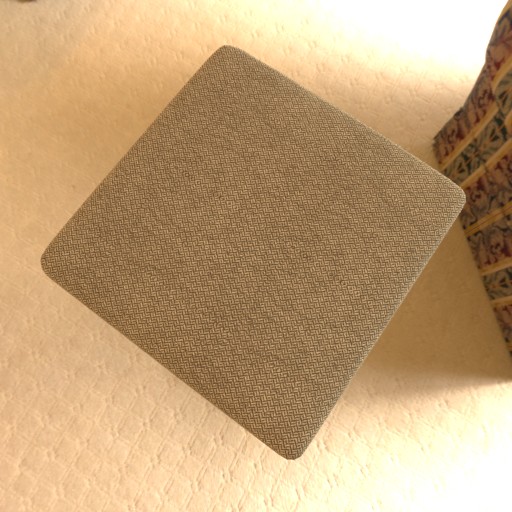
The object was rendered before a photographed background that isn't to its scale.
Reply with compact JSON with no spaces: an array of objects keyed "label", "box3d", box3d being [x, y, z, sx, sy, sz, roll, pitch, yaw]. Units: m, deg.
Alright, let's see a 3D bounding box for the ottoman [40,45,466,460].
[{"label":"ottoman","box3d":[0.000,0.000,0.893,0.512,0.453,0.519,35,79,8]}]
